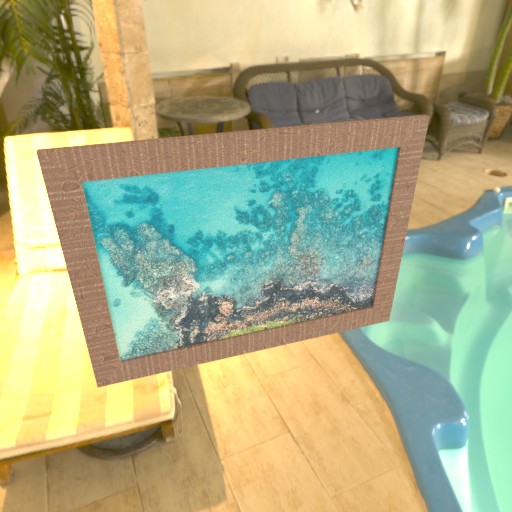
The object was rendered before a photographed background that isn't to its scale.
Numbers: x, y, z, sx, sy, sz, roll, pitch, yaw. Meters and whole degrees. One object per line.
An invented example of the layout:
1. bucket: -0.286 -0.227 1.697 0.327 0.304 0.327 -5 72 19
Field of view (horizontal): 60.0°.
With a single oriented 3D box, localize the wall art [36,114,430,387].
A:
1. wall art: 0.000 0.000 1.348 1.056 0.761 0.020 -10 32 -15
